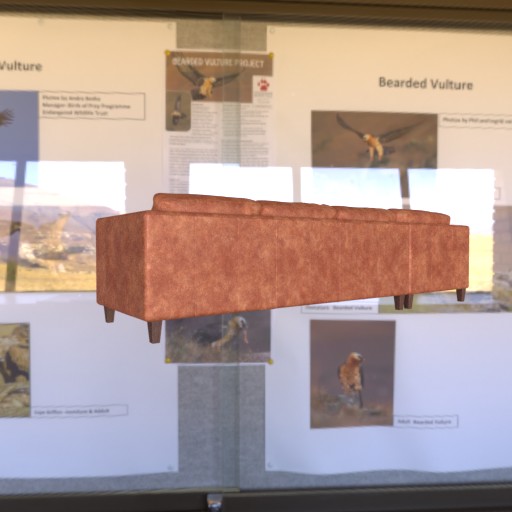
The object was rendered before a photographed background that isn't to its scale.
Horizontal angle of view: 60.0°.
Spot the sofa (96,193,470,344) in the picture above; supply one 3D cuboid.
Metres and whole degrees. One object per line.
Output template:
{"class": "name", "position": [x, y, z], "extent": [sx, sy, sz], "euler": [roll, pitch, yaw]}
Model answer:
{"class": "sofa", "position": [0.000, 0.000, 4.191], "extent": [3.150, 0.838, 2.438], "euler": [-1, 2, -36]}
